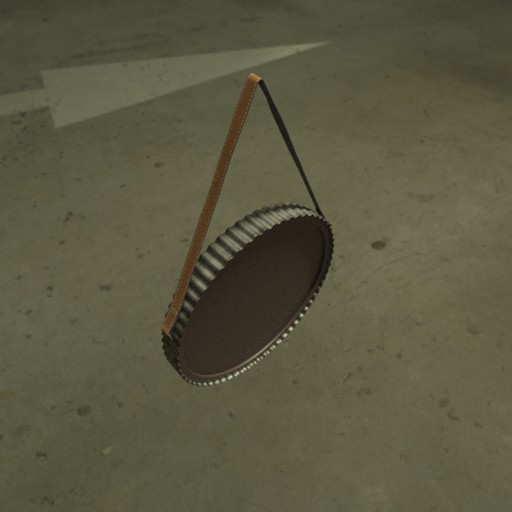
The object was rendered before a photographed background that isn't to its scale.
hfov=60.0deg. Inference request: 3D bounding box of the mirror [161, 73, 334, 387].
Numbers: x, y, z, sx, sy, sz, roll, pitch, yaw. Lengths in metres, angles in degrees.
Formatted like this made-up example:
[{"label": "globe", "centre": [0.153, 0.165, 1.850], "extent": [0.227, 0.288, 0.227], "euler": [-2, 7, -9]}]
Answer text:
[{"label": "mirror", "centre": [0.000, 0.000, 0.686], "extent": [0.355, 0.568, 0.042], "euler": [-33, 55, -27]}]
